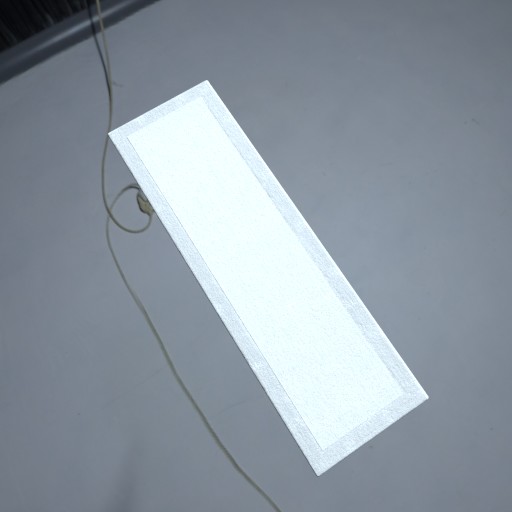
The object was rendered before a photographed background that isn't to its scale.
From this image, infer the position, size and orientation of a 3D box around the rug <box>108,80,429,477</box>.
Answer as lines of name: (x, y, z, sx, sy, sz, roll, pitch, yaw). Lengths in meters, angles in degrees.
rug: (0.000, 0.000, 2.687, 0.759, 0.012, 2.430, -32, 78, -8)
